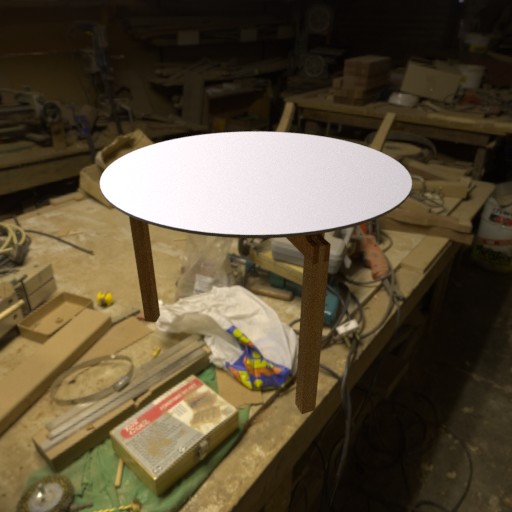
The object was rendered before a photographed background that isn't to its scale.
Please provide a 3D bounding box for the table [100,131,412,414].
[{"bbox_3d":[0.000,0.000,0.989,0.600,0.405,0.600,0,29,0],"label":"table"}]
